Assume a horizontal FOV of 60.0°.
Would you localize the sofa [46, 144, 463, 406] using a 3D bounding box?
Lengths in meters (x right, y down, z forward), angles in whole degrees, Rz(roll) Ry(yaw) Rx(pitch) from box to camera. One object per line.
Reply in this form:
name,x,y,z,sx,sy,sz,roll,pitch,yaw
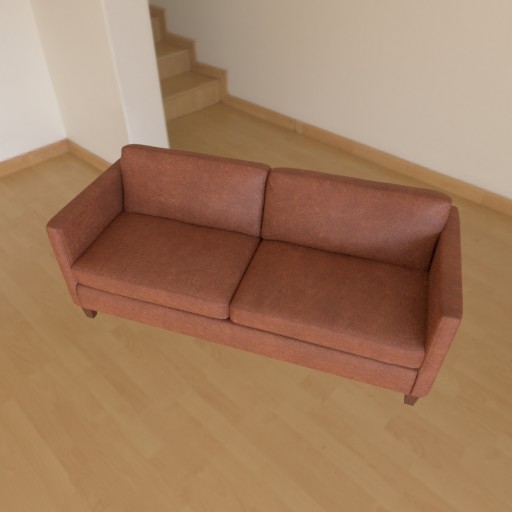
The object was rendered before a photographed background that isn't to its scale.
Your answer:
sofa,0.000,0.000,2.697,2.204,0.932,0.950,12,42,14
